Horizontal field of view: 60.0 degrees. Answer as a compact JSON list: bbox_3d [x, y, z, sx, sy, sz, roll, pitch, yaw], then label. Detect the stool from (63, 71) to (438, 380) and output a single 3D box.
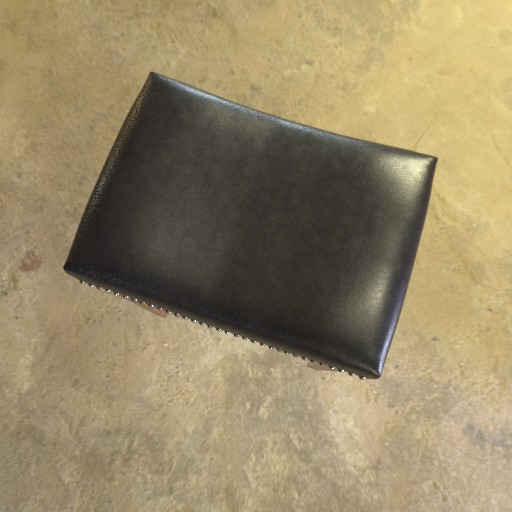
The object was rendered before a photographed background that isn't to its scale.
[{"bbox_3d":[0.000,0.000,0.968,0.504,0.654,0.372,18,77,4],"label":"stool"}]
